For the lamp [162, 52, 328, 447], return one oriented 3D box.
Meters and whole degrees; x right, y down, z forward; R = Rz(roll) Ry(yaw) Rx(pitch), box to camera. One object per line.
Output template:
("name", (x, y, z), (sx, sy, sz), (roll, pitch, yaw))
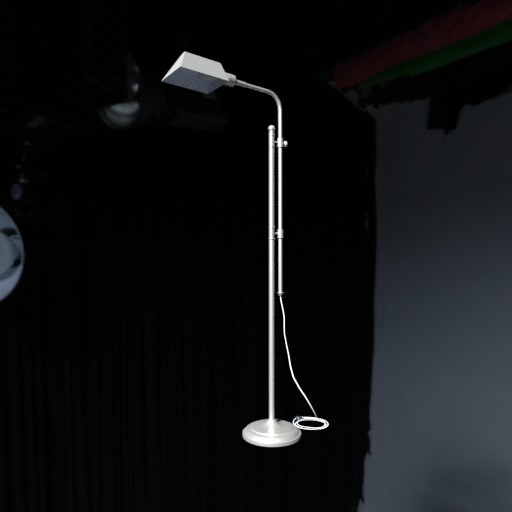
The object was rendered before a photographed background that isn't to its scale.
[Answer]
("lamp", (0.000, 0.000, 1.911), (0.813, 1.571, 0.256), (1, -2, -37))
